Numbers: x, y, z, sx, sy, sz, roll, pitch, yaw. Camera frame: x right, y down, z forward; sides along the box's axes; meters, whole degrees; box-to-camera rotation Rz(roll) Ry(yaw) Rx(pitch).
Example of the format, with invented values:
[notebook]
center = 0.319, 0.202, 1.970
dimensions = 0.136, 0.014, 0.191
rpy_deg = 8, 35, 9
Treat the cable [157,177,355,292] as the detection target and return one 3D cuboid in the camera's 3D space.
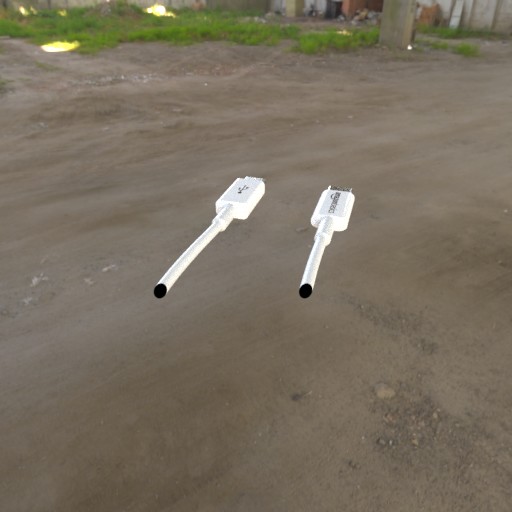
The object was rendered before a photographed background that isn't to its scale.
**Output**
[cable]
center = 0.000, 0.000, 0.113
dimensions = 0.040, 0.006, 0.098
rpy_deg = 9, 33, 14
